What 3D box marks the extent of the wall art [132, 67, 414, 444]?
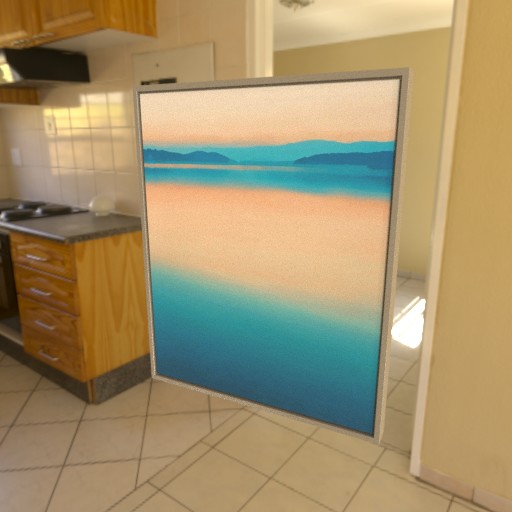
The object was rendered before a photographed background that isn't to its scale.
[{"bbox_3d":[0.000,0.000,0.743,0.453,0.554,0.037,7,16,26],"label":"wall art"}]
